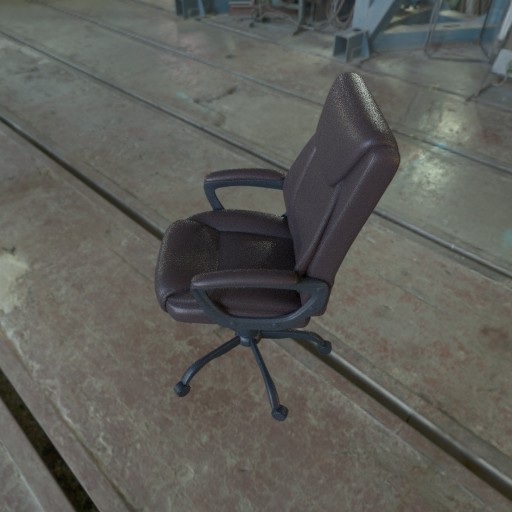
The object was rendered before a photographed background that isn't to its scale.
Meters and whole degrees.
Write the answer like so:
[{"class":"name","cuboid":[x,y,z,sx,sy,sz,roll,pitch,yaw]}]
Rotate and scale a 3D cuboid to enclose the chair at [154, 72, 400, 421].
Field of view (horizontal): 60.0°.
[{"class":"chair","cuboid":[0.000,0.000,1.475,0.655,1.072,0.615,-1,42,-1]}]
